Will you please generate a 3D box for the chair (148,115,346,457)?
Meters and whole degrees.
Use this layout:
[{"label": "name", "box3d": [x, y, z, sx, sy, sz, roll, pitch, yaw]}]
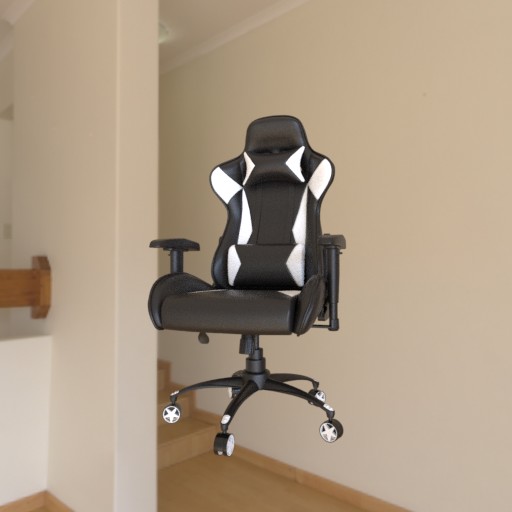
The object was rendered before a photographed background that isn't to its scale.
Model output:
[{"label": "chair", "box3d": [0.000, 0.000, 1.740, 0.730, 1.285, 0.695, -1, -2, 18]}]
